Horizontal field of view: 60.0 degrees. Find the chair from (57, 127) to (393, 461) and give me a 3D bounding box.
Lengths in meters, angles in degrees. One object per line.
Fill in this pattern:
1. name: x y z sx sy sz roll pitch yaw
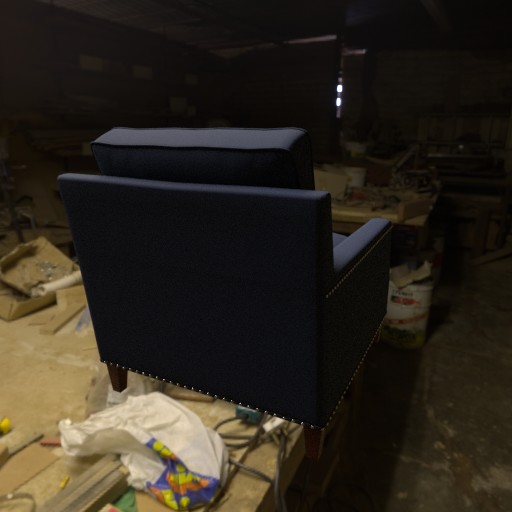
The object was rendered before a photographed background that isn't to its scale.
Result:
1. chair: 0.000 0.000 1.675 0.853 0.943 1.014 8 19 26
